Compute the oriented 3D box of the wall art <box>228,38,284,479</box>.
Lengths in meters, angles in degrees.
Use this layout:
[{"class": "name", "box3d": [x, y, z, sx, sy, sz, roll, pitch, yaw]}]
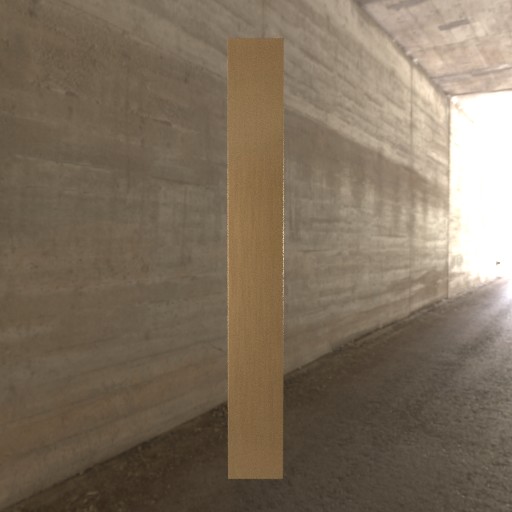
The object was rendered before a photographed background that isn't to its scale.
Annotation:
[{"class": "wall art", "box3d": [0.000, 0.000, 0.457, 0.038, 0.303, 0.305, 0, 1, 0]}]
